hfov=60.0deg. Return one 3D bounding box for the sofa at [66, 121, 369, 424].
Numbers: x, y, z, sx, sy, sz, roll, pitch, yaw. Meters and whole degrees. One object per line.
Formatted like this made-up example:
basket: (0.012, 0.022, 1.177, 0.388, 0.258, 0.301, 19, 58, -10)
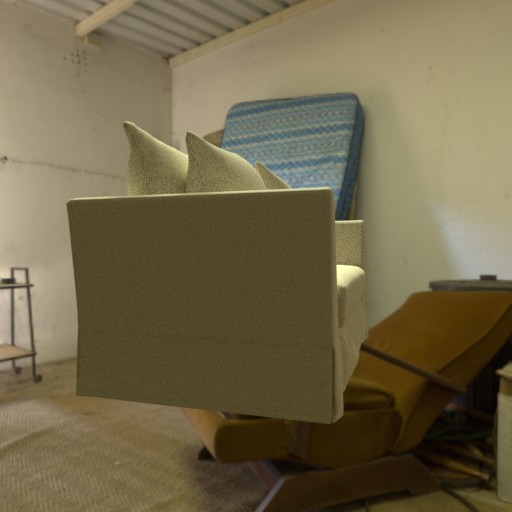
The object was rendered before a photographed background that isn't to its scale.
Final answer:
sofa: (0.000, 0.000, 2.236, 1.026, 1.039, 1.608, 0, 1, 17)
